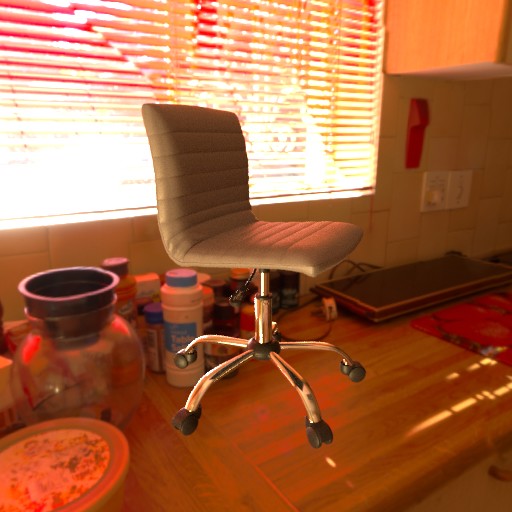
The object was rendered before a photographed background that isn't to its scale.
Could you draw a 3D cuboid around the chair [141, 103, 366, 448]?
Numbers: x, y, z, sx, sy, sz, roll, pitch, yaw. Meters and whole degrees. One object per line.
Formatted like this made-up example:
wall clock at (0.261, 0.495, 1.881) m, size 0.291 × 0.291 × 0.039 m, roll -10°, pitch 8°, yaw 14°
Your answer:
chair at (0.000, 0.000, 1.145) m, size 0.542 × 0.750 × 0.569 m, roll 7°, pitch 17°, yaw 26°
